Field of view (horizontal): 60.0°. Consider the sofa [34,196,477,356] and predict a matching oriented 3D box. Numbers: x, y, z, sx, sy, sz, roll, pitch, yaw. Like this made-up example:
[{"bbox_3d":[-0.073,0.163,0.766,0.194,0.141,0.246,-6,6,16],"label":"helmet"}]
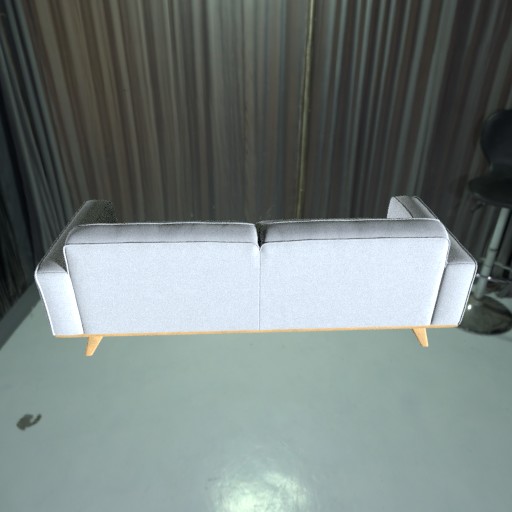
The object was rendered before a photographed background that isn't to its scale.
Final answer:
[{"bbox_3d":[0.000,0.000,2.699,2.270,0.781,0.956,-1,30,-2],"label":"sofa"}]
